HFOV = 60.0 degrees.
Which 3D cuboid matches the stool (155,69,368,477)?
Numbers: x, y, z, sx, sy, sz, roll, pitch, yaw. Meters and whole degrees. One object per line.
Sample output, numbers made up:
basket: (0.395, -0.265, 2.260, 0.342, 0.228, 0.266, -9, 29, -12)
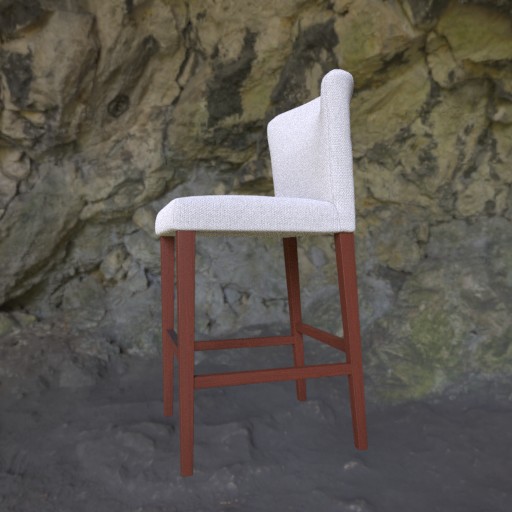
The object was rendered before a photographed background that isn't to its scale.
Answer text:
stool: (0.000, 0.000, 1.355, 0.568, 1.069, 0.481, 0, 1, -17)
